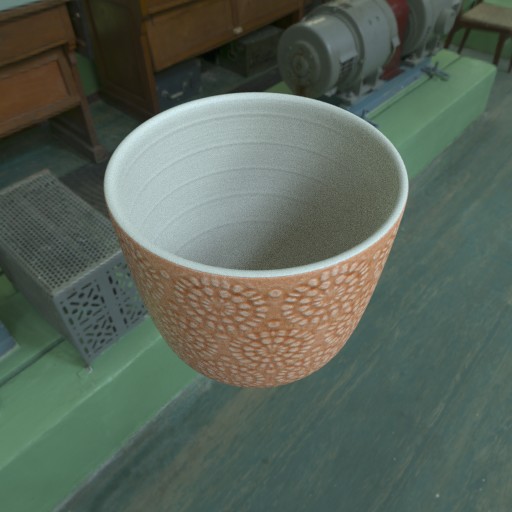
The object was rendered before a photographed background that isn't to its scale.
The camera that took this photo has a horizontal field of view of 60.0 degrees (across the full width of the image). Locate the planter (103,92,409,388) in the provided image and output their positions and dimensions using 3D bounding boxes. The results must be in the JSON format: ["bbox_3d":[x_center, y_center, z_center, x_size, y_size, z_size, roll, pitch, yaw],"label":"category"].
[{"bbox_3d":[0.000,0.000,0.378,0.208,0.190,0.208,0,47,0],"label":"planter"}]
